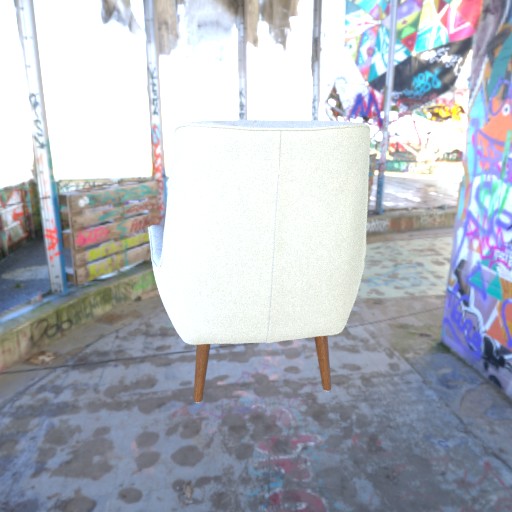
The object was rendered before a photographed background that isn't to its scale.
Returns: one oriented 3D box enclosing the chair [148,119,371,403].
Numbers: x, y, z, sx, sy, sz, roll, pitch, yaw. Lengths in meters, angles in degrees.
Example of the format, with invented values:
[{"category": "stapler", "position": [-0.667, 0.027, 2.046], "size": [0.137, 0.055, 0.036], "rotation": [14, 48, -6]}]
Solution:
[{"category": "chair", "position": [0.000, 0.000, 1.549], "size": [0.787, 0.888, 0.822], "rotation": [-2, 15, -9]}]
